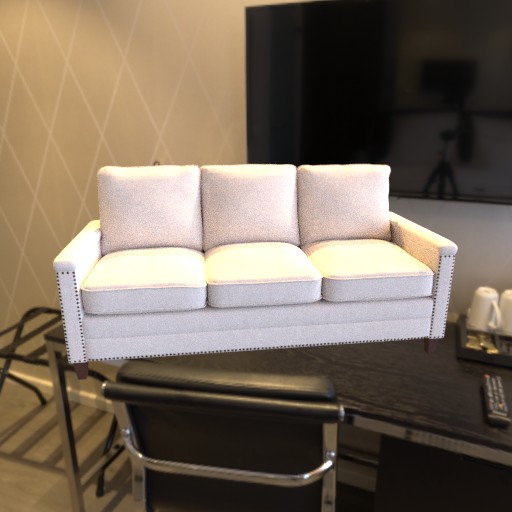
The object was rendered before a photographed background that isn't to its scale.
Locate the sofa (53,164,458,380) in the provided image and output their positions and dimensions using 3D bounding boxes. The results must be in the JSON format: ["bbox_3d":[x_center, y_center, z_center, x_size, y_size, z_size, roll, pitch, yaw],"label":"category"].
[{"bbox_3d":[0.000,0.000,2.483,1.925,0.961,0.828,-2,18,-7],"label":"sofa"}]
